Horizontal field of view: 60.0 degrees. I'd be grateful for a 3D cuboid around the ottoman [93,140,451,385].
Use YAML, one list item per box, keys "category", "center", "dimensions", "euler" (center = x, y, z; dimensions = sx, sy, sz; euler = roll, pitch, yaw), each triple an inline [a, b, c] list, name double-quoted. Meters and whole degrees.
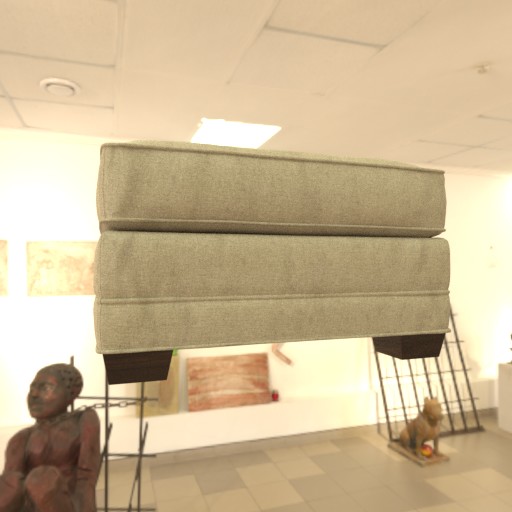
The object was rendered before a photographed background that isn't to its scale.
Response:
- category: "ottoman"
  center: [0.000, 0.000, 1.238]
  dimensions: [0.848, 0.508, 0.611]
  euler: [0, -1, -19]
